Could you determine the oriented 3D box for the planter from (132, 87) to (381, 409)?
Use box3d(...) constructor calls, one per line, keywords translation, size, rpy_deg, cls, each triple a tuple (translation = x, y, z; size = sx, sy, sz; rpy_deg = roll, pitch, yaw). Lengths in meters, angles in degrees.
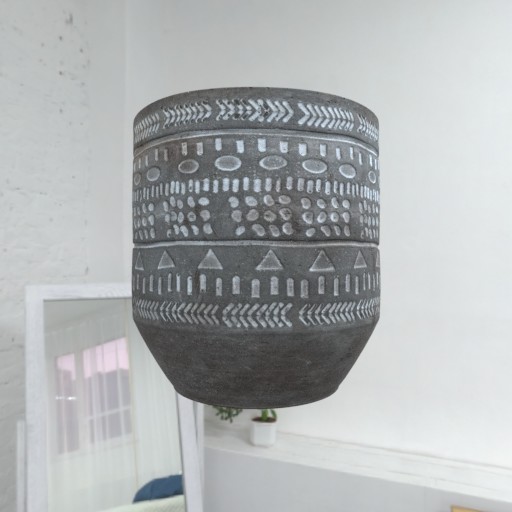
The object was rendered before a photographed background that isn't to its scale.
box3d(translation=(0.000, 0.000, 0.263), size=(0.142, 0.149, 0.142), rpy_deg=(0, 0, 0), cls="planter")
